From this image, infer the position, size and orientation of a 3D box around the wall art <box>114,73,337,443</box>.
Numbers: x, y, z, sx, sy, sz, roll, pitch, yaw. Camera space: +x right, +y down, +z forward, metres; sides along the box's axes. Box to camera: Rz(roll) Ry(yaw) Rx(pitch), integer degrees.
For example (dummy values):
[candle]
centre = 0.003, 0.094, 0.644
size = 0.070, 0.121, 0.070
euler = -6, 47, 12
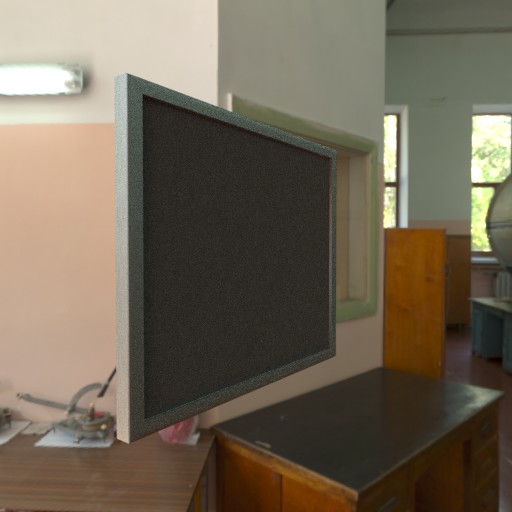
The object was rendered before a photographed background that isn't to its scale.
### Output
[wall art]
centre = 0.000, 0.000, 0.774
size = 0.028, 0.457, 0.556
euler = 1, 2, 37
